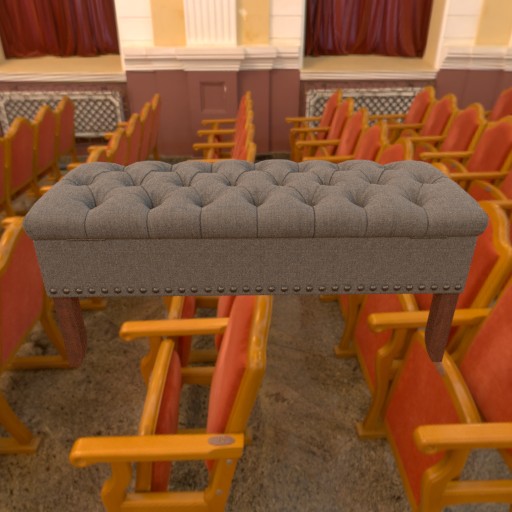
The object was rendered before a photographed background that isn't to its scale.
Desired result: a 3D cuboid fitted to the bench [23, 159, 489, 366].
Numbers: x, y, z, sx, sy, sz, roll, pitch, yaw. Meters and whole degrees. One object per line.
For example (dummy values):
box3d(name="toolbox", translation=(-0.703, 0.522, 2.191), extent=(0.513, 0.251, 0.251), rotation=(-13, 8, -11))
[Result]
box3d(name="bench", translation=(0.000, 0.000, 1.261), extent=(1.052, 0.470, 0.417), rotation=(0, 28, -1))
